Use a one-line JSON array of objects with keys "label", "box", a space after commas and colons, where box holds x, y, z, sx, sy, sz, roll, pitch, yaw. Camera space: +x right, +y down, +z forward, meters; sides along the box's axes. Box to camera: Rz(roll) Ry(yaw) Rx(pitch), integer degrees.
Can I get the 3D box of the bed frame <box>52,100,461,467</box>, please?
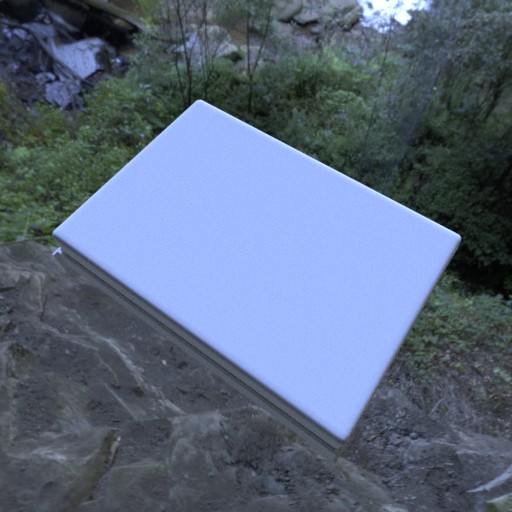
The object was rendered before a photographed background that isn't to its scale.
[{"label": "bed frame", "box": [0.000, 0.000, 2.704, 1.945, 0.497, 1.445, 32, 66, 16]}]
